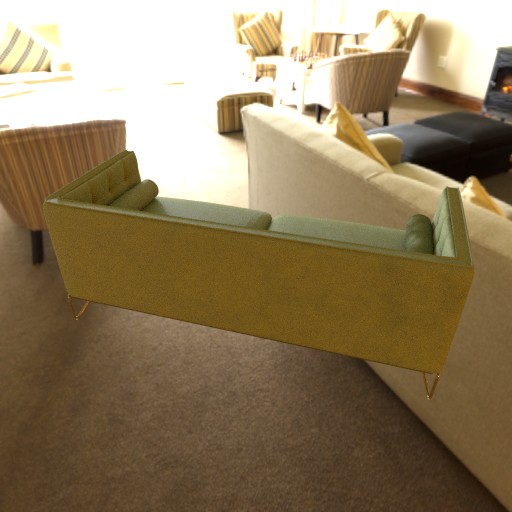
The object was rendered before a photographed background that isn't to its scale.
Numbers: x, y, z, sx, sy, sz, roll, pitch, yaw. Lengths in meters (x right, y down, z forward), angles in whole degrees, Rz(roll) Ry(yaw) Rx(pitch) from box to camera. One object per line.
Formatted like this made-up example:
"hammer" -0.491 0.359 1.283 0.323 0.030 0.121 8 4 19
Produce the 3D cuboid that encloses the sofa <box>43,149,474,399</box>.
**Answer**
"sofa" 0.000 0.000 2.532 2.087 0.789 0.867 9 34 14
